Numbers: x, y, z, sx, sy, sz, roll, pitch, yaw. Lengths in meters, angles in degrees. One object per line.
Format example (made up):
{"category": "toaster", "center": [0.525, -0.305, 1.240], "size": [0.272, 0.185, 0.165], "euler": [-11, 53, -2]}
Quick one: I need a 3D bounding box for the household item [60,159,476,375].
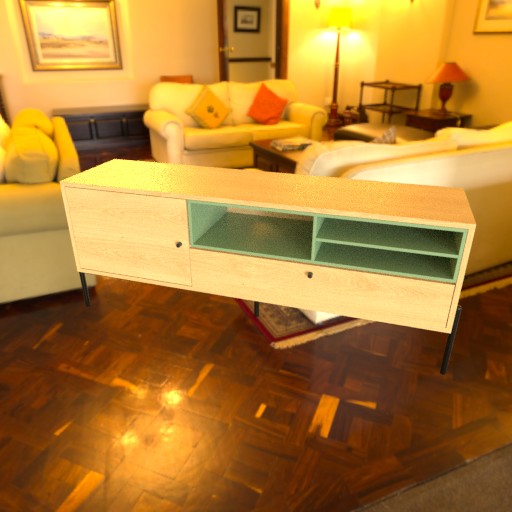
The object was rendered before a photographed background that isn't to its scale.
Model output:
{"category": "household item", "center": [0.000, 0.000, 1.826], "size": [1.550, 0.600, 0.400], "euler": [8, 27, 16]}
